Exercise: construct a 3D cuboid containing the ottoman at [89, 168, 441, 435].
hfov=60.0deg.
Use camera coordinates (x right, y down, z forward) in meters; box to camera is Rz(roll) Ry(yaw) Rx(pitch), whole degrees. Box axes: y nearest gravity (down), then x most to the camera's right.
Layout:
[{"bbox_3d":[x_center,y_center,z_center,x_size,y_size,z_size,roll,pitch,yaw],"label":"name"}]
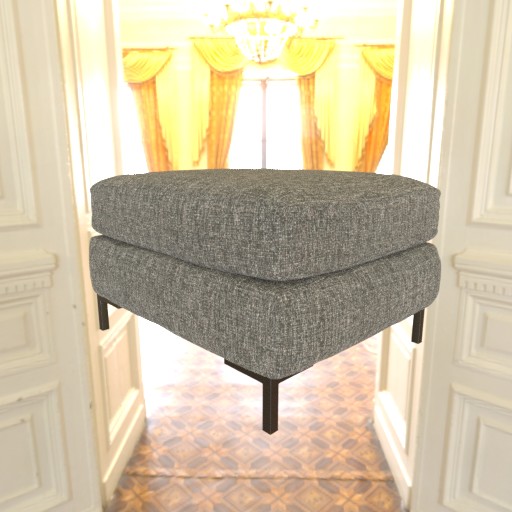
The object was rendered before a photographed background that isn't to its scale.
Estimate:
[{"bbox_3d":[0.000,0.000,1.251,0.683,0.480,0.828,-12,18,-43],"label":"ottoman"}]
